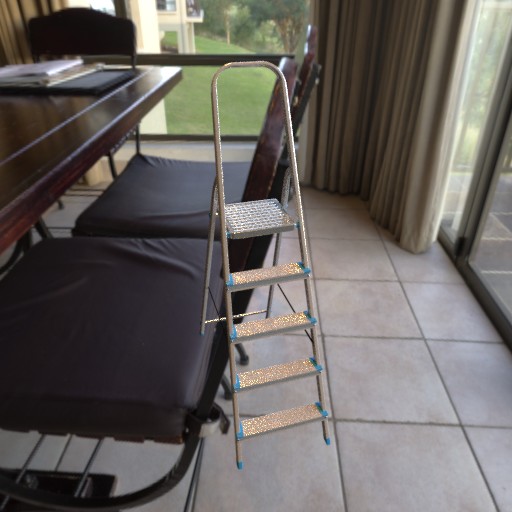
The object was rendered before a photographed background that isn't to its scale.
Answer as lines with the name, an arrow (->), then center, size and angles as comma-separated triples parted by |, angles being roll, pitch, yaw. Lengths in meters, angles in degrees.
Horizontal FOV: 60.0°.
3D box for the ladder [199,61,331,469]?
ladder -> 0.000, 0.000, 2.073 | 0.468, 1.648, 0.990 | -9, 32, -14
